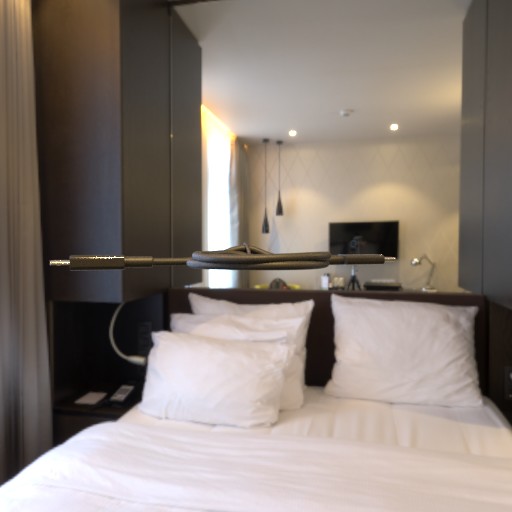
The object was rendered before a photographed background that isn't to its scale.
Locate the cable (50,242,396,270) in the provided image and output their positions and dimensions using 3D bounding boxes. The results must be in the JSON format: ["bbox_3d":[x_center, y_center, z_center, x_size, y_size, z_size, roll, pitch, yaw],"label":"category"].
[{"bbox_3d":[0.000,0.000,0.219,0.192,0.014,0.070,0,1,-18],"label":"cable"}]
